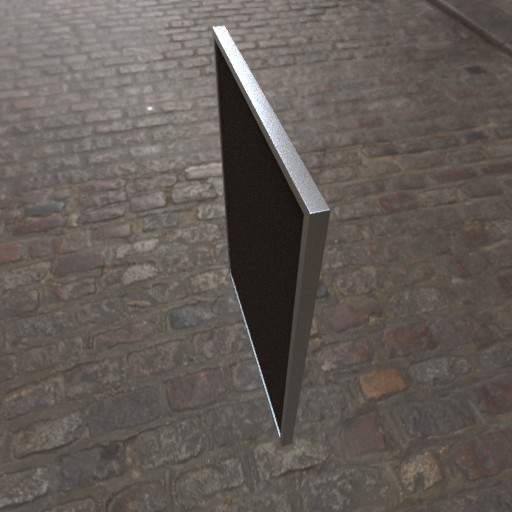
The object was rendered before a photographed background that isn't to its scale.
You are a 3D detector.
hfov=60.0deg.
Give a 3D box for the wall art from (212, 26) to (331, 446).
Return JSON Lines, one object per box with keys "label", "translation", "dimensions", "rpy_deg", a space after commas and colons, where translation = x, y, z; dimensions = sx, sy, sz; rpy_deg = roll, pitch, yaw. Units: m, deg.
{"label": "wall art", "translation": [0.000, 0.000, 1.373], "dimensions": [0.037, 1.062, 0.801], "rpy_deg": [-11, 49, -10]}
